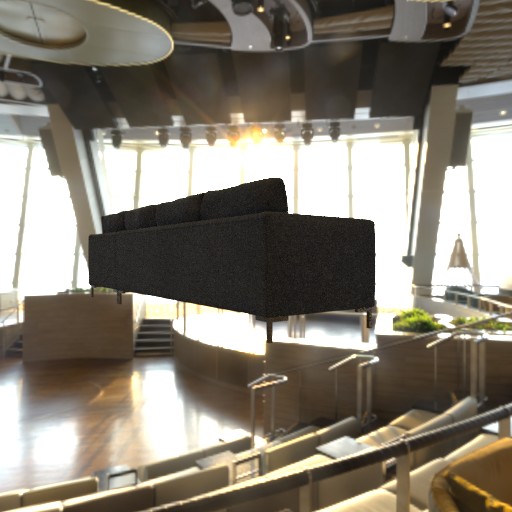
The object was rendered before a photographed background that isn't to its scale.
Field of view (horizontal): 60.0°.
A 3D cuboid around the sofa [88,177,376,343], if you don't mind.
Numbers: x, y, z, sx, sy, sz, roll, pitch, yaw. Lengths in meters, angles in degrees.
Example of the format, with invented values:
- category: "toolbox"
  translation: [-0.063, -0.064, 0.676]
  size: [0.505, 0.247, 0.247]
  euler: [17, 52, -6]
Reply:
- category: "sofa"
  translation: [0.000, 0.000, 3.808]
  size: [2.007, 0.815, 2.949]
  euler: [0, 0, -36]
